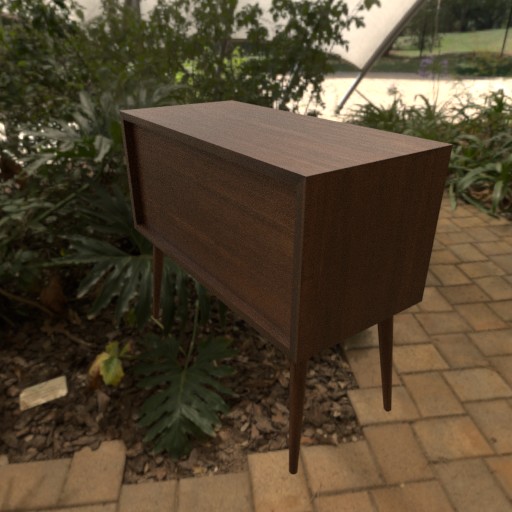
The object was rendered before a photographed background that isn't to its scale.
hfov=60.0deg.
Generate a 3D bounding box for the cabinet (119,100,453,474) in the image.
[{"bbox_3d":[0.000,0.000,1.132,0.354,0.654,0.743,-18,31,-31],"label":"cabinet"}]
